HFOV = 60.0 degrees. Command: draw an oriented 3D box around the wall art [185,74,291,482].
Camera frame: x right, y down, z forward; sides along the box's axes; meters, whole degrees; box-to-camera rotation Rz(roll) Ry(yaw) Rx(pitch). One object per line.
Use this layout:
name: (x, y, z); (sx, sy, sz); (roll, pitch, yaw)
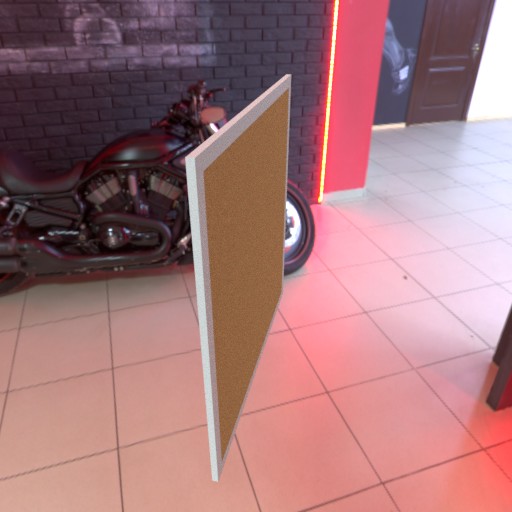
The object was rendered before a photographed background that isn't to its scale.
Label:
wall art: (0.000, 0.000, 0.682); (0.009, 0.457, 0.456); (7, 32, 12)
